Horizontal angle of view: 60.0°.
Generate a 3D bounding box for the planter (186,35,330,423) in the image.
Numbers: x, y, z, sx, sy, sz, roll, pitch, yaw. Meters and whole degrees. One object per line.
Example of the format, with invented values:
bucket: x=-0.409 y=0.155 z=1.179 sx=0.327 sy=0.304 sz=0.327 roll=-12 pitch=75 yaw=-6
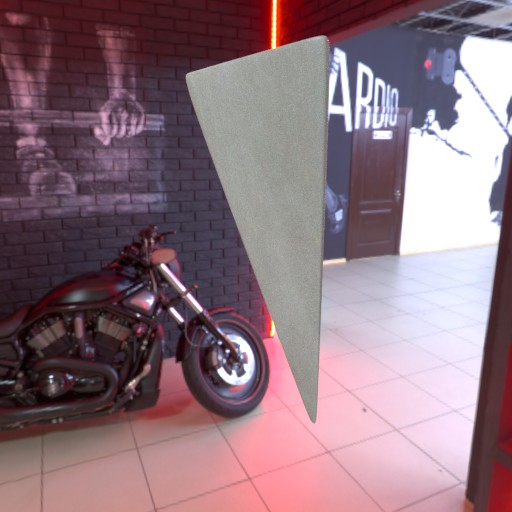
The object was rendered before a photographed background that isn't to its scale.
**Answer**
planter: x=0.000 y=0.000 z=0.157 sx=0.047 sy=0.130 sz=0.058 roll=2 pitch=13 yaw=7
